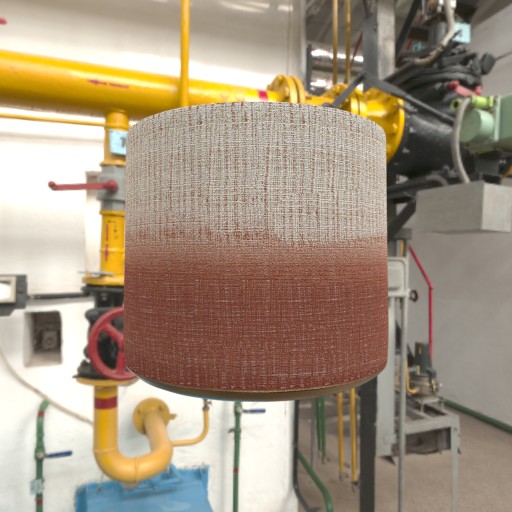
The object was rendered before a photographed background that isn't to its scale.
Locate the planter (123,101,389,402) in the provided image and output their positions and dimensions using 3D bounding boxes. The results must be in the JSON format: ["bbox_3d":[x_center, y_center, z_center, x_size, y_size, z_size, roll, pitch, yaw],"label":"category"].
[{"bbox_3d":[0.000,0.000,0.310,0.178,0.157,0.178,0,0,0],"label":"planter"}]
